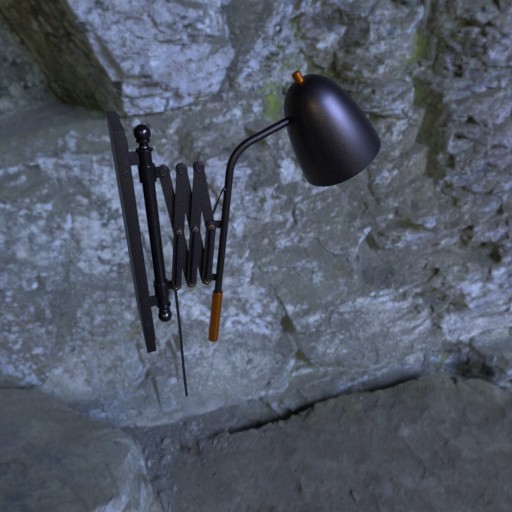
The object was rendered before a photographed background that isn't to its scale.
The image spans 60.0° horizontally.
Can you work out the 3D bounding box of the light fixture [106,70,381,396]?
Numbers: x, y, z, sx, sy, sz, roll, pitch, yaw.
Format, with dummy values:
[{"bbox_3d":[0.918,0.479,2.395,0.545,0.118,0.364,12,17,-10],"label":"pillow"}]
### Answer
[{"bbox_3d":[0.000,0.000,0.926,0.499,0.715,0.162,-10,31,-17],"label":"light fixture"}]
